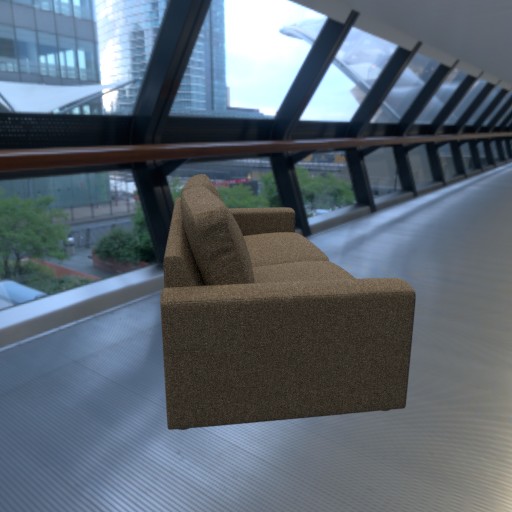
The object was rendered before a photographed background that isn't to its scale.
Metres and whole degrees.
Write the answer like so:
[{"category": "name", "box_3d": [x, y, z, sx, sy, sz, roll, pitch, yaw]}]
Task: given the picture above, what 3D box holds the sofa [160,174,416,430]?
[{"category": "sofa", "box_3d": [0.000, 0.000, 2.710, 1.016, 0.873, 2.179, -2, 15, -8]}]
